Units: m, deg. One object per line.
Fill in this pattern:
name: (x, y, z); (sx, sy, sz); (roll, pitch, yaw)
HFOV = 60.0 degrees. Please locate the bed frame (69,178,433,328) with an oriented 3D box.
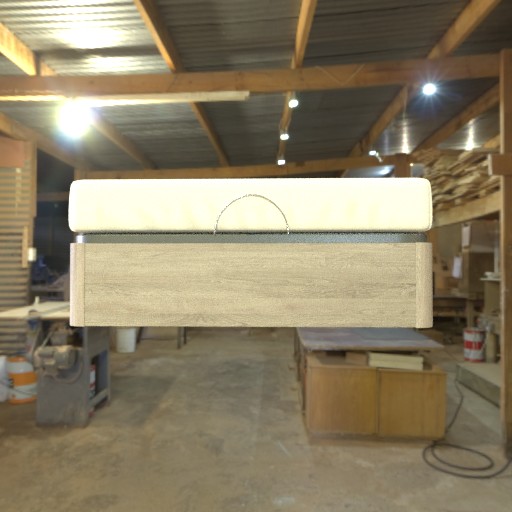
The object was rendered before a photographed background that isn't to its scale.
bed frame: (0.000, 0.000, 2.597); (1.400, 0.561, 1.900); (0, -1, 2)
